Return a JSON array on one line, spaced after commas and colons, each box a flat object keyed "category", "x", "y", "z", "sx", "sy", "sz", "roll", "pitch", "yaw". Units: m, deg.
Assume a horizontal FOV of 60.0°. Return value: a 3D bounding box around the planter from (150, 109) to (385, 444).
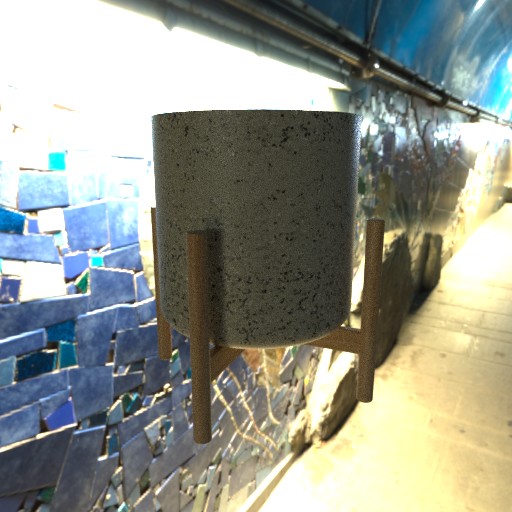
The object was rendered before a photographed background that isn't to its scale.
[{"category": "planter", "x": 0.000, "y": 0.000, "z": 0.702, "sx": 0.360, "sy": 0.419, "sz": 0.360, "roll": -13, "pitch": 19, "yaw": -43}]
